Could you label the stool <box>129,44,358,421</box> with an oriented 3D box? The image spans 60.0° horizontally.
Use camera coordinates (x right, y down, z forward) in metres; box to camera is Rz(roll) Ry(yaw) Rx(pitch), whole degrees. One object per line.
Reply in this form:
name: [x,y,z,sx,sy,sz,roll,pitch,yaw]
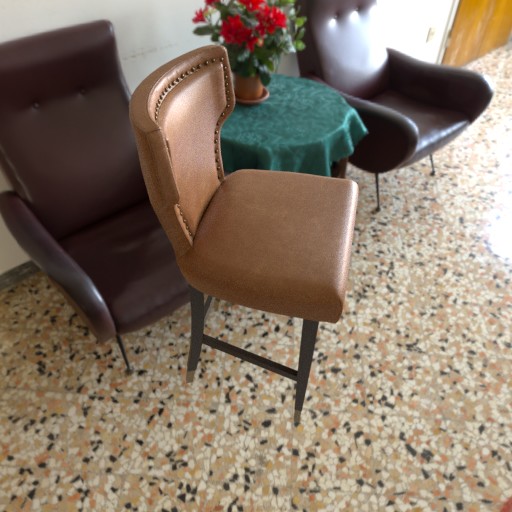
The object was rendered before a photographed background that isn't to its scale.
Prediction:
stool: [0.000,0.000,1.393,0.563,1.092,0.526,10,46,10]
